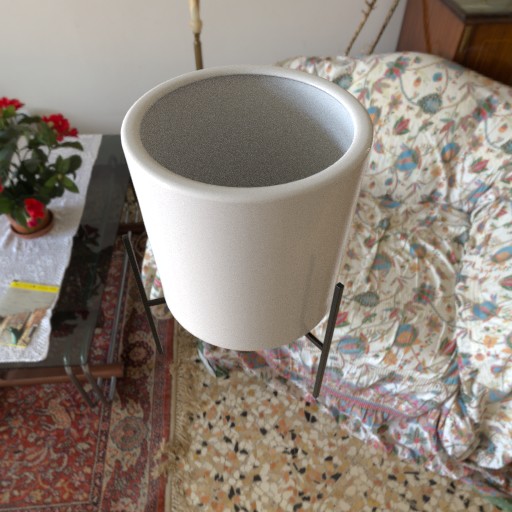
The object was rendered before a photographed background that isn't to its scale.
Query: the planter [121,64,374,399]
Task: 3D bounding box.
[{"bbox_3d":[0.000,0.000,0.646,0.307,0.431,0.308,-32,55,-26],"label":"planter"}]
